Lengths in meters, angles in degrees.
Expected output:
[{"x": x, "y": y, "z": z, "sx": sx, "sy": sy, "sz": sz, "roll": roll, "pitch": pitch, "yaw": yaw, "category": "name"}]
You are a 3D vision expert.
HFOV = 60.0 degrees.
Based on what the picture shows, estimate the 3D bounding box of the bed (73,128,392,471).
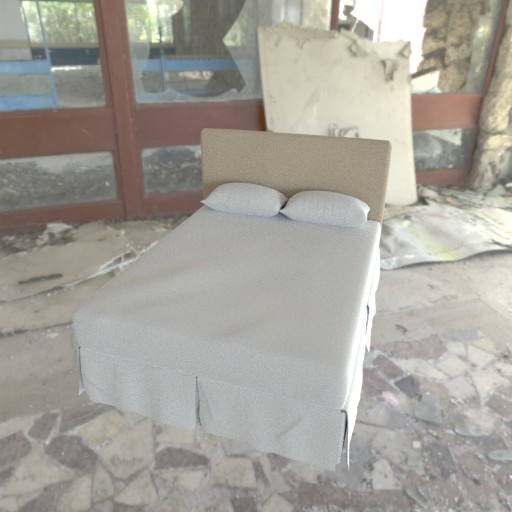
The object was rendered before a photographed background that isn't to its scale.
[{"x": 0.000, "y": 0.000, "z": 3.157, "sx": 1.723, "sy": 1.330, "sz": 2.142, "roll": 9, "pitch": 28, "yaw": 16, "category": "bed"}]
